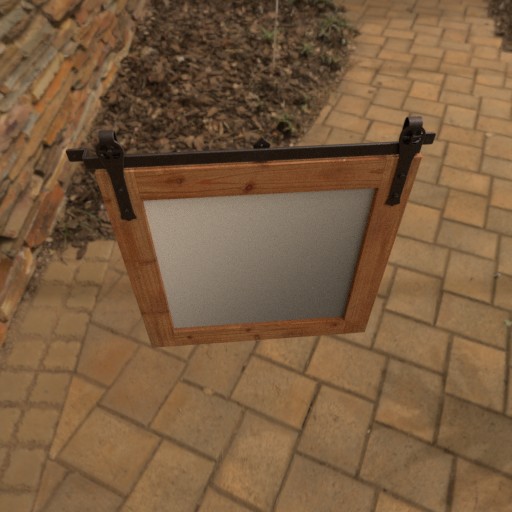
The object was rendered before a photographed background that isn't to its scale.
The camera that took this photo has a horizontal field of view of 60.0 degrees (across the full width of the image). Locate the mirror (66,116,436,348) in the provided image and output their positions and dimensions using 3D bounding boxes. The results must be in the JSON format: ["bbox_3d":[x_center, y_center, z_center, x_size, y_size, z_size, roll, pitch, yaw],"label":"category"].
[{"bbox_3d":[0.000,0.000,1.197,0.805,0.800,0.054,-4,48,-3],"label":"mirror"}]
